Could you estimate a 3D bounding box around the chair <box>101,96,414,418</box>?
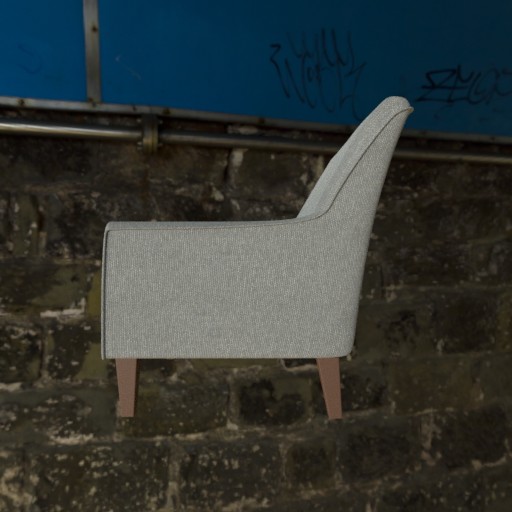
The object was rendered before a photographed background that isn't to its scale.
[{"bbox_3d":[0.000,0.000,1.629,0.899,0.919,0.780,0,1,0],"label":"chair"}]
